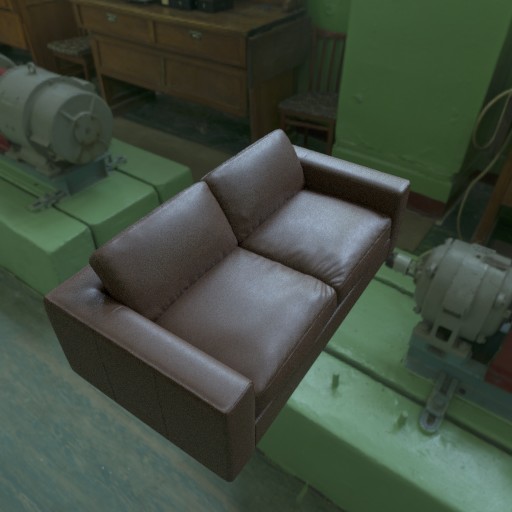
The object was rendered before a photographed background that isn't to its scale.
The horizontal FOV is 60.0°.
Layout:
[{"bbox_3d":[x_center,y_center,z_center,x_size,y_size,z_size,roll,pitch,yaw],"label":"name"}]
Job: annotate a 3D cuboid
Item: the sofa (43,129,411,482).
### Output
[{"bbox_3d":[0.000,0.000,2.465,1.070,0.800,1.920,24,46,25],"label":"sofa"}]
